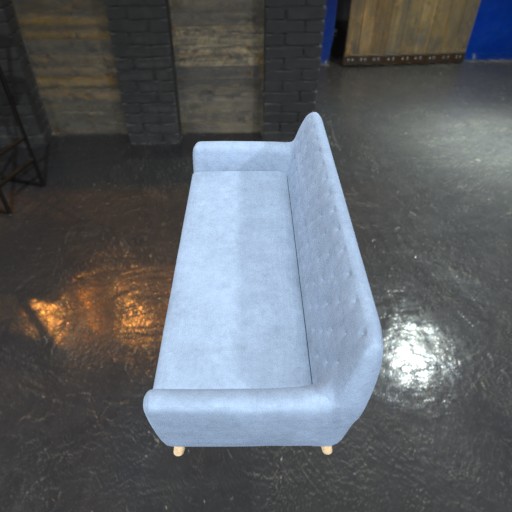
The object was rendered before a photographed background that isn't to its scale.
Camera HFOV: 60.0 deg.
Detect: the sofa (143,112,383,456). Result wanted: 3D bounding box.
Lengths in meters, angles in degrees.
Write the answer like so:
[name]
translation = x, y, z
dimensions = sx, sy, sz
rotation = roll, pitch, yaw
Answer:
[sofa]
translation = 0.000, 0.000, 2.351
dimensions = 0.830, 0.830, 1.970
rotation = 0, 41, 0
